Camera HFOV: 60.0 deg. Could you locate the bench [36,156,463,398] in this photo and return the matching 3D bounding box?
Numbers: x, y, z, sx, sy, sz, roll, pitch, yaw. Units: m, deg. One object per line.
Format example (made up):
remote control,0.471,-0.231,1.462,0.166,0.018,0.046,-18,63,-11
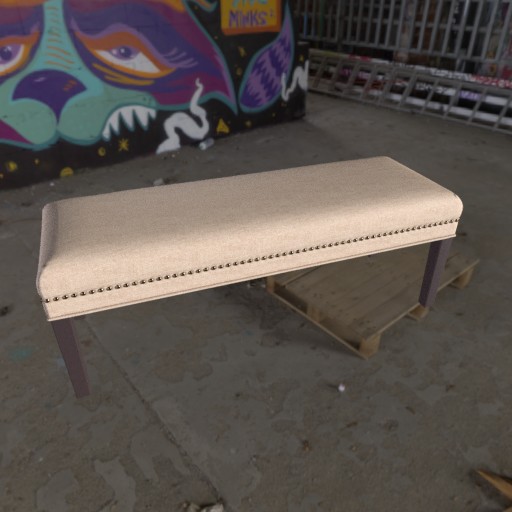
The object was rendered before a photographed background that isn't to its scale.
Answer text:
bench,0.000,0.000,1.436,1.219,0.457,0.410,-11,34,-17
